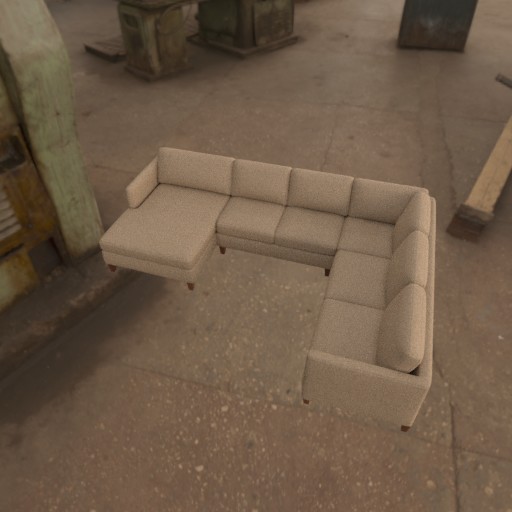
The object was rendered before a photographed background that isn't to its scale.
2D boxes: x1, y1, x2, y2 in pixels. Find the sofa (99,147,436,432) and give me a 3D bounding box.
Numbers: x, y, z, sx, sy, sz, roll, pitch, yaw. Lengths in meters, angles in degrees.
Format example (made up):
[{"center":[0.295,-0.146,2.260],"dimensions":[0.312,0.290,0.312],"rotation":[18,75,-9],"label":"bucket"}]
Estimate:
[{"center":[0.000,0.000,4.551],"dimensions":[3.403,0.889,2.551],"rotation":[12,43,13],"label":"sofa"}]
